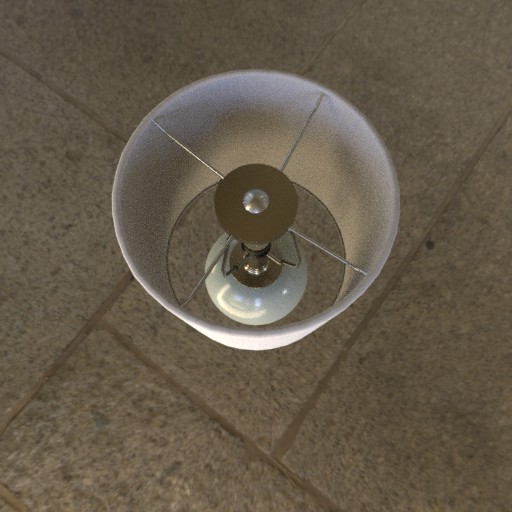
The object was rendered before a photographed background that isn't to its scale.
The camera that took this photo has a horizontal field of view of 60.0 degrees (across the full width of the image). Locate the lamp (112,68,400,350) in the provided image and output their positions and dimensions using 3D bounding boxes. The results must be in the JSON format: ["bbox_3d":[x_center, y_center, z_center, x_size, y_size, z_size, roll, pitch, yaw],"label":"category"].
[{"bbox_3d":[0.000,0.000,0.478,0.201,0.353,0.201,7,75,2],"label":"lamp"}]
